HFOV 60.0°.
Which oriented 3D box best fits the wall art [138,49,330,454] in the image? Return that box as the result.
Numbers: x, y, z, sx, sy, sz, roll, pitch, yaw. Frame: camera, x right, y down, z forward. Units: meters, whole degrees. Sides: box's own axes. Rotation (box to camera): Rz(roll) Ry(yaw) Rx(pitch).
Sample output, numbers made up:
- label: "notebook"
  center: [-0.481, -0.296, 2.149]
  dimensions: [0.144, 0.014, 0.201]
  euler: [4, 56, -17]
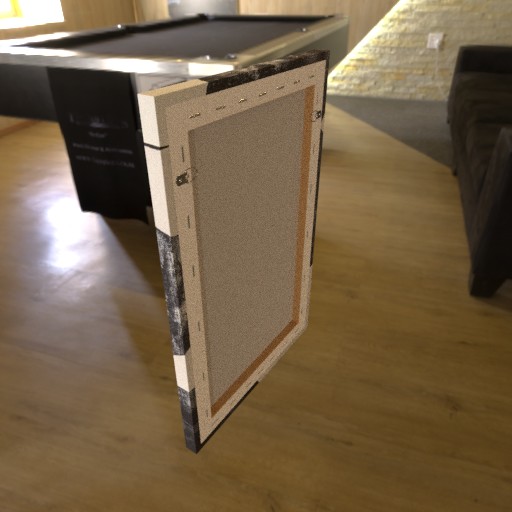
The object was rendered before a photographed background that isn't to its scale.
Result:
- label: "wall art"
  center: [0.000, 0.000, 1.151]
  dimensions: [0.041, 0.915, 0.610]
  euler: [20, 38, 28]
